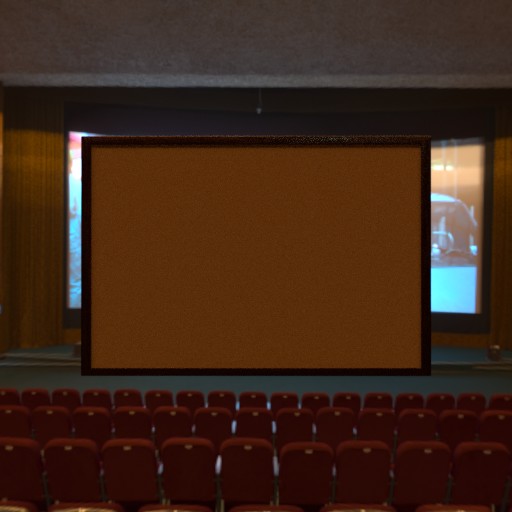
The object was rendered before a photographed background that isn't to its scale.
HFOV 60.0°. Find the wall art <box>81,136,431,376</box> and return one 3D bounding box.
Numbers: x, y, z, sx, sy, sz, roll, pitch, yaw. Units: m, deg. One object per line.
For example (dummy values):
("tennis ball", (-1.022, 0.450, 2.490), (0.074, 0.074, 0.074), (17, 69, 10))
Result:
("wall art", (0.000, 0.000, 1.040), (0.816, 0.559, 0.014), (0, 0, 0))
